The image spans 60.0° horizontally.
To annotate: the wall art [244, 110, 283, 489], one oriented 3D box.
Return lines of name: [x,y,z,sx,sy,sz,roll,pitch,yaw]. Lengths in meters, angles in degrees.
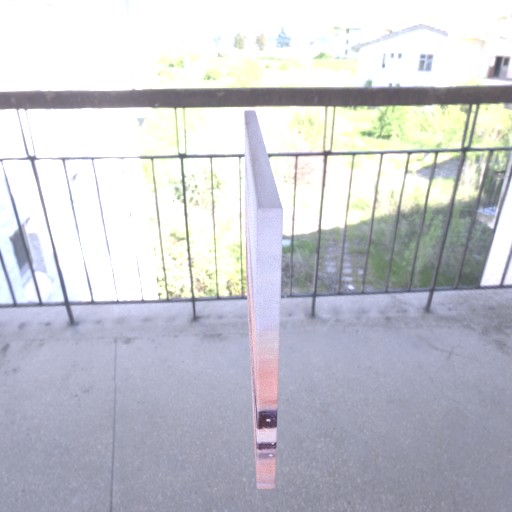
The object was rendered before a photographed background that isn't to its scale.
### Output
wall art: [0.000,0.000,1.176,0.038,0.609,0.913,-1,27,-2]
